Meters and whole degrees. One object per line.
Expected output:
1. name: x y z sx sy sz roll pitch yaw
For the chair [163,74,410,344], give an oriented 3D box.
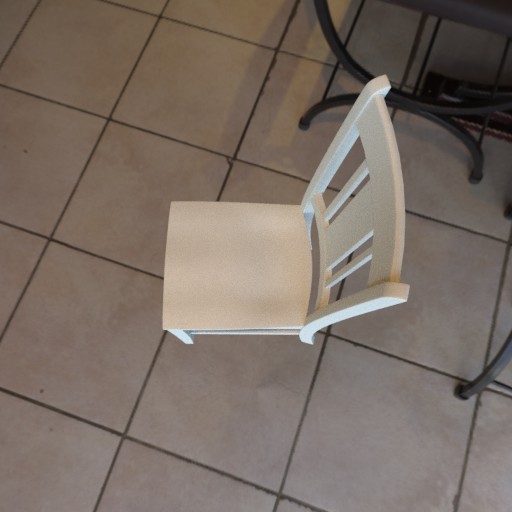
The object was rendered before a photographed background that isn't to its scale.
1. chair: 0.000 0.000 1.281 0.555 0.998 0.450 0 73 0
